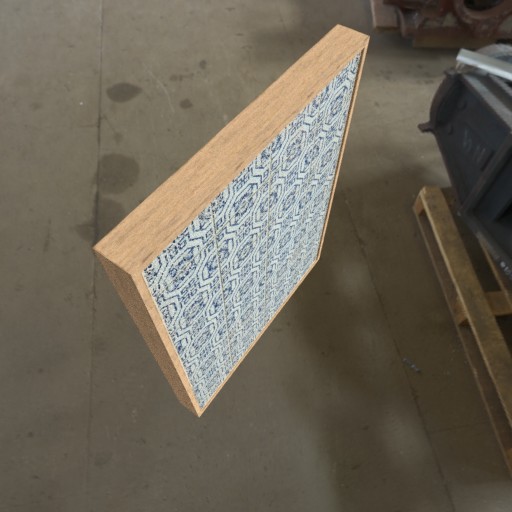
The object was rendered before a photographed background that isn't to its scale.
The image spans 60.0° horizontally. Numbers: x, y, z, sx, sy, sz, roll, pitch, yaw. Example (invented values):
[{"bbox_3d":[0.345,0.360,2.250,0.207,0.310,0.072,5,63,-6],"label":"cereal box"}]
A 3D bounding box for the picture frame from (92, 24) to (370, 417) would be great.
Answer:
[{"bbox_3d":[0.000,0.000,0.689,0.046,0.526,0.421,31,63,18],"label":"picture frame"}]
